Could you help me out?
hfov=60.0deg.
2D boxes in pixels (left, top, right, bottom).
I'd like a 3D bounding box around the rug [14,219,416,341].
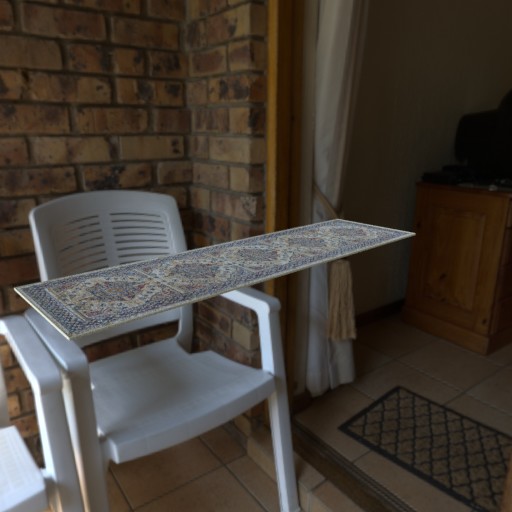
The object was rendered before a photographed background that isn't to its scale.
[{"bbox_3d":[0.000,0.000,2.470,2.297,0.013,0.661,-14,21,-40],"label":"rug"}]
